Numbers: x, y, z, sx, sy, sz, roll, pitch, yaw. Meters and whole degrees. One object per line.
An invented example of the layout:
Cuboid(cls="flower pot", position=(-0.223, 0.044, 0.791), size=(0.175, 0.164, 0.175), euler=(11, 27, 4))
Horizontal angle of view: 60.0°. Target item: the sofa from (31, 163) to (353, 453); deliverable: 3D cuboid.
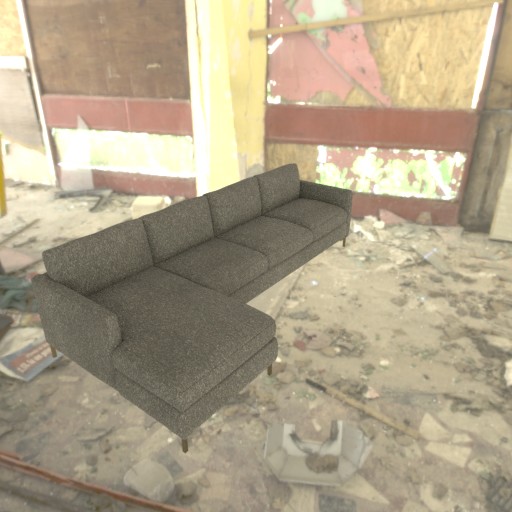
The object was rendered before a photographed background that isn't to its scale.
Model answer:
Cuboid(cls="sofa", position=(0.000, 0.000, 3.488), size=(1.350, 0.810, 2.932), euler=(18, 31, 33))
